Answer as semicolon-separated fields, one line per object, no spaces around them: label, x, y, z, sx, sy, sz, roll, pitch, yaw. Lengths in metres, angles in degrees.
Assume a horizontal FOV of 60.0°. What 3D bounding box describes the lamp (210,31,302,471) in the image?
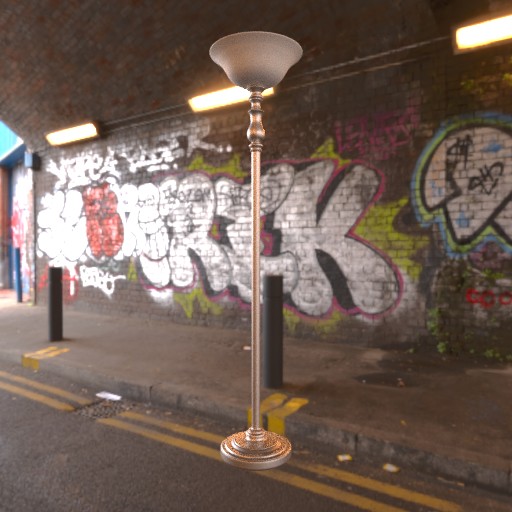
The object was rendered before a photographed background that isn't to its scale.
lamp;0.000;0.000;1.956;0.405;1.771;0.405;0;1;-16
